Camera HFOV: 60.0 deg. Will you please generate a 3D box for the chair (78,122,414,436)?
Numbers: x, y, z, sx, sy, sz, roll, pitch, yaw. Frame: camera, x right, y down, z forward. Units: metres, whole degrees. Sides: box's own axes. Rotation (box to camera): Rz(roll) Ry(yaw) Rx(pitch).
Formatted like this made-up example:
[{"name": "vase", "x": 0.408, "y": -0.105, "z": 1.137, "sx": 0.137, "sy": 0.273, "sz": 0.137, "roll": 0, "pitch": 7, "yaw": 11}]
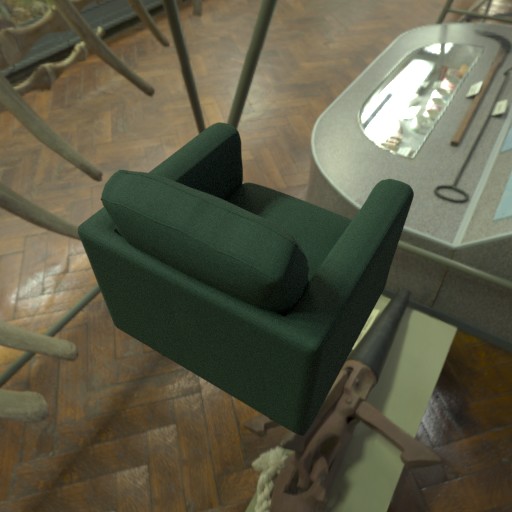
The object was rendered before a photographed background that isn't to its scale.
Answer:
[{"name": "chair", "x": 0.000, "y": 0.000, "z": 1.625, "sx": 0.855, "sy": 0.927, "sz": 0.800, "roll": 24, "pitch": 51, "yaw": 21}]
